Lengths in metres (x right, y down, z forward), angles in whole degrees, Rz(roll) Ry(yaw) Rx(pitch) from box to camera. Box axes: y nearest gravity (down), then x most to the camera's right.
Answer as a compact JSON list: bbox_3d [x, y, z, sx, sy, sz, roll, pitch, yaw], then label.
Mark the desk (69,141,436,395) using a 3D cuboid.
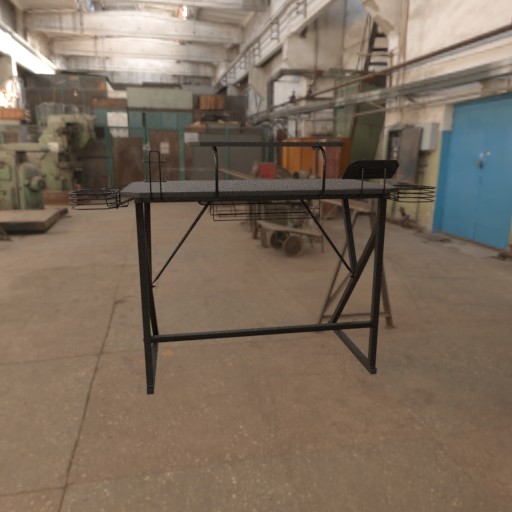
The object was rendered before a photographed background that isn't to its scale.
[{"bbox_3d":[0.000,0.000,1.780,1.290,0.880,0.580,-2,14,-10],"label":"desk"}]
